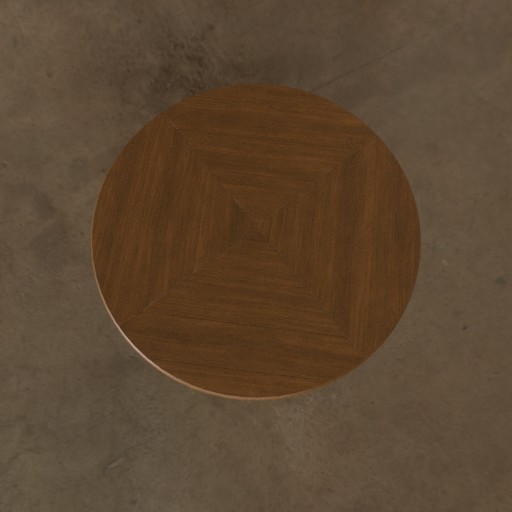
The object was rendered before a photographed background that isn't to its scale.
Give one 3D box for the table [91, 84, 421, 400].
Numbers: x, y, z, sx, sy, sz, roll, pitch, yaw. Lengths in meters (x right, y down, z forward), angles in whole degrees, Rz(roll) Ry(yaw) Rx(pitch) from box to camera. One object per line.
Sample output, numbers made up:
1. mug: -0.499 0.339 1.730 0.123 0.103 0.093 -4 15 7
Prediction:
1. table: 0.000 0.000 1.775 1.055 0.757 1.055 0 76 0
